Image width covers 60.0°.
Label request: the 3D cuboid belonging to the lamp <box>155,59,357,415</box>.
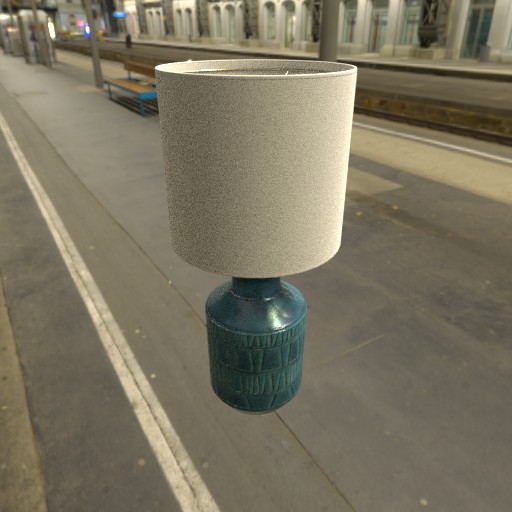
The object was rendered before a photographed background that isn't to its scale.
[{"bbox_3d":[0.000,0.000,0.575,0.211,0.455,0.211,19,33,33],"label":"lamp"}]
